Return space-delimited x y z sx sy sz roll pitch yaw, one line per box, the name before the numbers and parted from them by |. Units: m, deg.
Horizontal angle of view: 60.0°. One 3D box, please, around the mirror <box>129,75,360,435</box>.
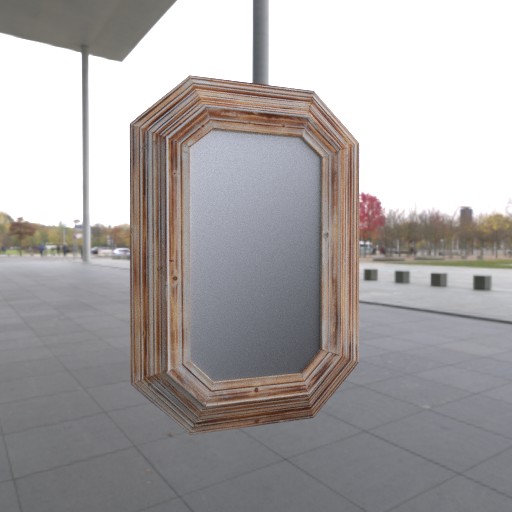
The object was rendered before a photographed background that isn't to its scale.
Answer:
mirror | 0.000 0.000 1.301 0.709 1.015 0.061 0 1 -19
